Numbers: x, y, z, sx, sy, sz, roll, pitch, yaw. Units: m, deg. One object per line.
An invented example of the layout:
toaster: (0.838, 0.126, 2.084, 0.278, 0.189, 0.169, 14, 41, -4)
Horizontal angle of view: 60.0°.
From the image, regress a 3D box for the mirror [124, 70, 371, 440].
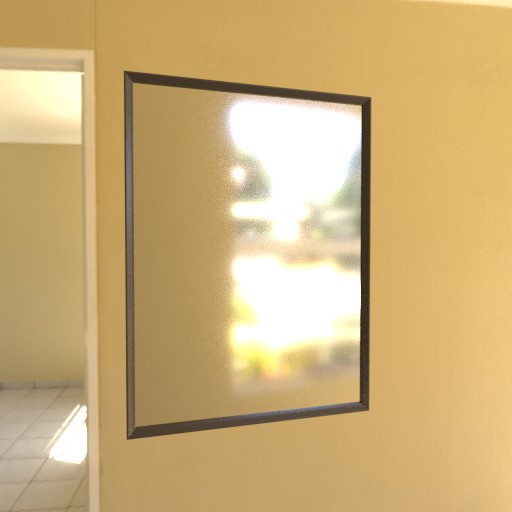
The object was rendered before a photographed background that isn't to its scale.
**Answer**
mirror: (0.000, 0.000, 1.346, 0.762, 1.016, 0.041, 0, 2, -17)
